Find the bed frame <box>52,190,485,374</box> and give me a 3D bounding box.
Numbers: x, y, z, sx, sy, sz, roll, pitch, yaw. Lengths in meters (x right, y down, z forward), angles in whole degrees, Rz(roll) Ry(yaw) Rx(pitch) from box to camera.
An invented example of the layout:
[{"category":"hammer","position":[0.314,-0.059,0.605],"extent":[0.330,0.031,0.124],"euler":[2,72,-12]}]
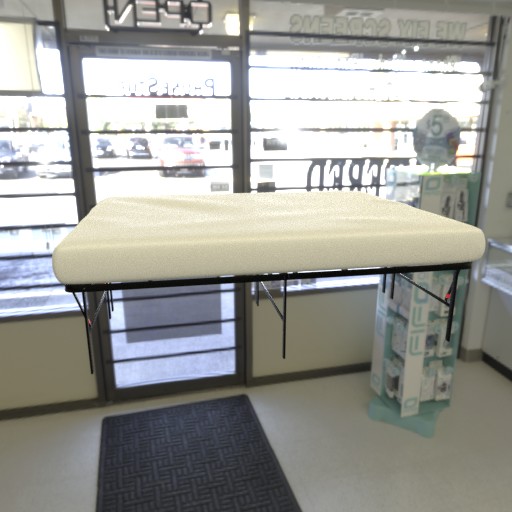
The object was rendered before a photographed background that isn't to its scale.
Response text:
[{"category":"bed frame","position":[0.000,0.000,2.873],"extent":[2.151,0.667,1.584],"euler":[-3,16,-10]}]
